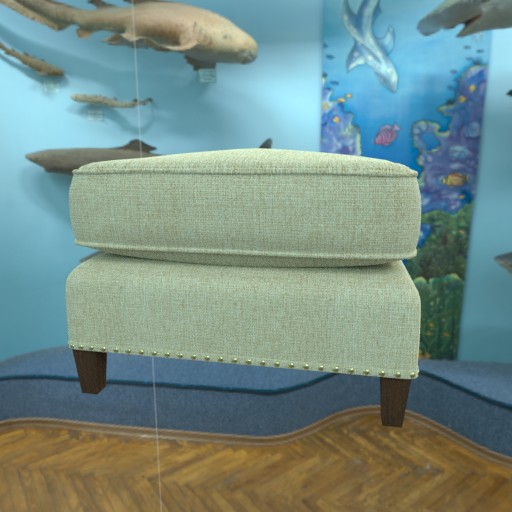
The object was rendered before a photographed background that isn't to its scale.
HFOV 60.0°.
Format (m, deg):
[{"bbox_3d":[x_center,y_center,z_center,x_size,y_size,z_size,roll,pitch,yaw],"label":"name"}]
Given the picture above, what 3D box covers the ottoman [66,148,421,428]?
[{"bbox_3d":[0.000,0.000,1.136,0.738,0.537,0.589,2,13,11],"label":"ottoman"}]
